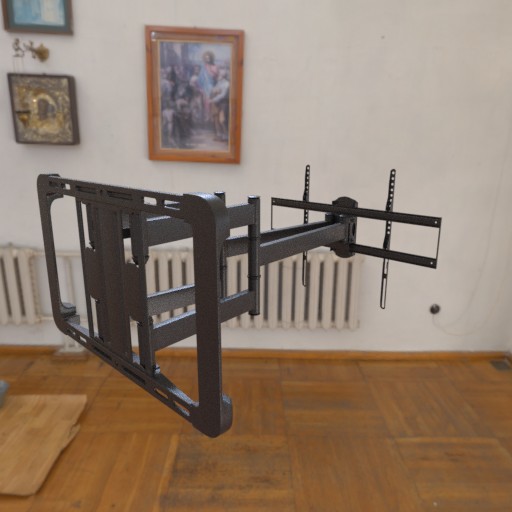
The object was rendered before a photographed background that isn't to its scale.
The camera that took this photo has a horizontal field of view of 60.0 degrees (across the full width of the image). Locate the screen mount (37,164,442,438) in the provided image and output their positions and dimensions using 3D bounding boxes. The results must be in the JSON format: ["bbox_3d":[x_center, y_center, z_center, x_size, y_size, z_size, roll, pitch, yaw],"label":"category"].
[{"bbox_3d":[0.000,0.000,1.279,0.725,0.483,0.905,14,20,43],"label":"screen mount"}]
